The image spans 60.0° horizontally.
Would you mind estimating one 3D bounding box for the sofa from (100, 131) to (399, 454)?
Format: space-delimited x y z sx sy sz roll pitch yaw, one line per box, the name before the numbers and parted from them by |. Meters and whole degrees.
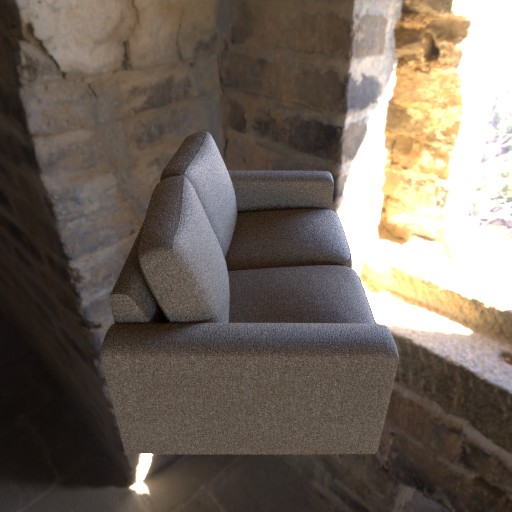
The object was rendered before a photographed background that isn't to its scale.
sofa | 0.000 0.000 2.171 1.016 0.873 1.616 0 32 0
